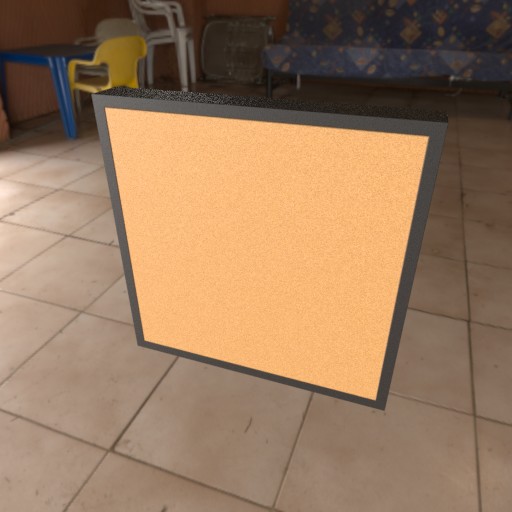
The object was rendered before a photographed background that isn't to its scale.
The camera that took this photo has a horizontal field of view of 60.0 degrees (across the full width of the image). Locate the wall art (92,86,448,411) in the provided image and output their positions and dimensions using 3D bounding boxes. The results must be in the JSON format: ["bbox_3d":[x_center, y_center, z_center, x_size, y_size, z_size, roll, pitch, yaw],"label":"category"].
[{"bbox_3d":[0.000,0.000,0.452,0.304,0.304,0.038,10,33,17],"label":"wall art"}]
